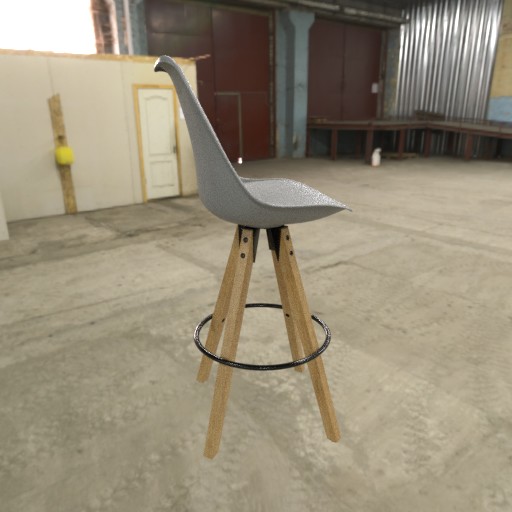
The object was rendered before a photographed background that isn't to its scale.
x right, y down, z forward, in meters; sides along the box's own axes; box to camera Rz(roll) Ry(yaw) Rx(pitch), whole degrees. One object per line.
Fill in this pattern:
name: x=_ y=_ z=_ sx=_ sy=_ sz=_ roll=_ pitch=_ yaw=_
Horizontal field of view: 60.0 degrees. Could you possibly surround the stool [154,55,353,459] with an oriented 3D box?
stool: x=0.000 y=0.000 z=1.388 sx=0.550 sy=1.115 sz=0.485 roll=-3 pitch=18 yaw=-10
